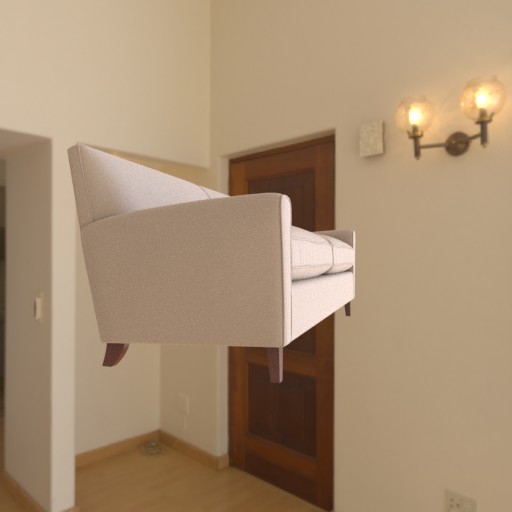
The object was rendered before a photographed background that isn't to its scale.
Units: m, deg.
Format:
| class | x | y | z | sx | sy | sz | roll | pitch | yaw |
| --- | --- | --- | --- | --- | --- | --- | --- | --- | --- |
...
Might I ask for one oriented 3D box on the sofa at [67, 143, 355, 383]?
| class | x | y | z | sx | sy | sz | roll | pitch | yaw |
| --- | --- | --- | --- | --- | --- | --- | --- | --- | --- |
| sofa | 0.000 | 0.000 | 2.447 | 0.875 | 0.846 | 2.000 | 0 | -1 | 19 |
